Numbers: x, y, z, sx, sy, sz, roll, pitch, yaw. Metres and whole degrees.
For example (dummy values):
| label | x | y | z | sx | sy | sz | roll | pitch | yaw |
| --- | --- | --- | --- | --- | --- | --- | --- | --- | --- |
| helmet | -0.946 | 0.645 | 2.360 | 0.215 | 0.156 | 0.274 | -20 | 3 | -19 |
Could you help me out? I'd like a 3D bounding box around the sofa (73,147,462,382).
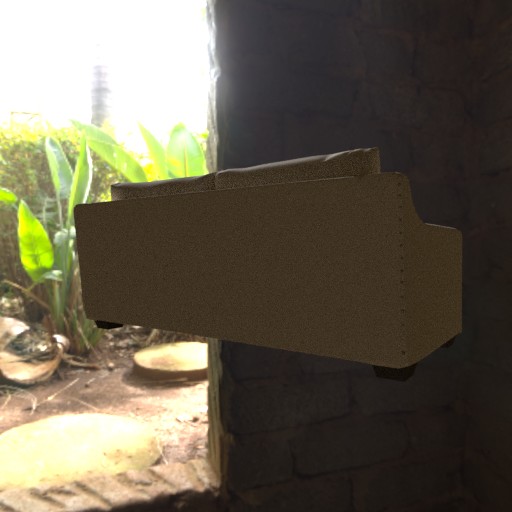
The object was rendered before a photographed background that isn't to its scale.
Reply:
| label | x | y | z | sx | sy | sz | roll | pitch | yaw |
| --- | --- | --- | --- | --- | --- | --- | --- | --- | --- |
| sofa | 0.000 | 0.000 | 2.298 | 1.812 | 0.830 | 0.949 | 1 | 1 | 36 |
